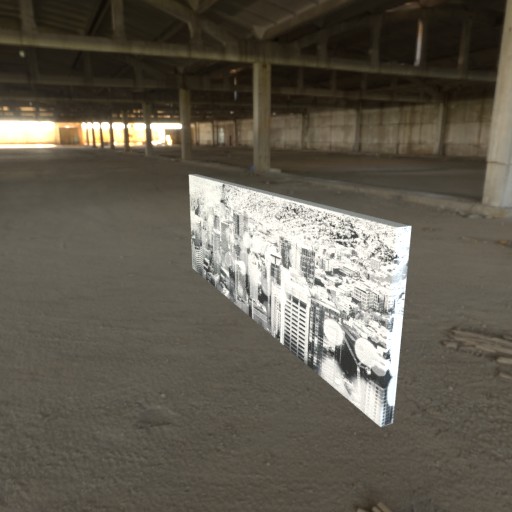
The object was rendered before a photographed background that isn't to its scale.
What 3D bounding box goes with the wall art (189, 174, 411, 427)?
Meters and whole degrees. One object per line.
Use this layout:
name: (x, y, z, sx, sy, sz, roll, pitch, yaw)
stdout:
wall art: (0.000, 0.000, 1.708, 0.044, 0.507, 1.520, -7, 17, -25)
